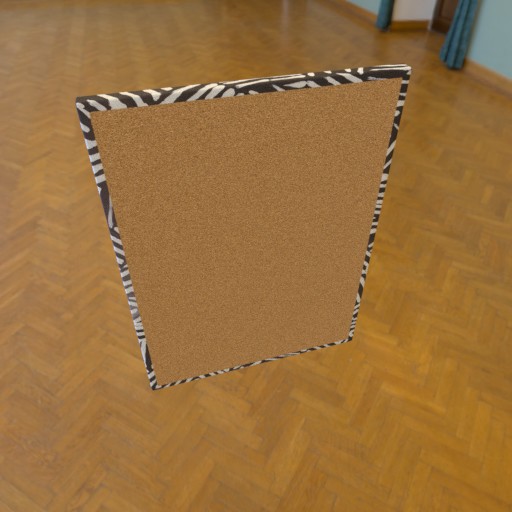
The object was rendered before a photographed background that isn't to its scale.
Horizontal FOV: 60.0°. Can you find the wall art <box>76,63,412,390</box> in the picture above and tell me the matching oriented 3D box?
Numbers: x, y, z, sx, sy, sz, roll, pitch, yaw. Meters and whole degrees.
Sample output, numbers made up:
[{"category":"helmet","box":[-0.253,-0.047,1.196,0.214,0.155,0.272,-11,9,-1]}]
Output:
[{"category":"wall art","box":[0.000,0.000,1.311,0.765,1.017,0.038,-11,42,-13]}]
